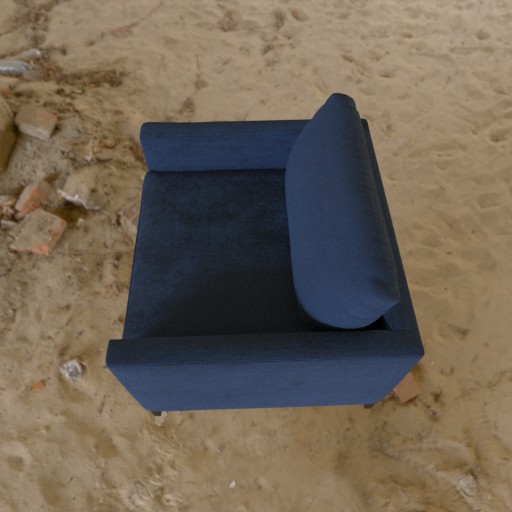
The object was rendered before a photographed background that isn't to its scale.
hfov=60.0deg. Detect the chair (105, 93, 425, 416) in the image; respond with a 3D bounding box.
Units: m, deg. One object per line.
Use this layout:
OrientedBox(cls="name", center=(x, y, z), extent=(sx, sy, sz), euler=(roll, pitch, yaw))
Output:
OrientedBox(cls="chair", center=(0.000, 0.000, 1.588), extent=(0.875, 0.812, 0.964), euler=(-2, 58, -1))
